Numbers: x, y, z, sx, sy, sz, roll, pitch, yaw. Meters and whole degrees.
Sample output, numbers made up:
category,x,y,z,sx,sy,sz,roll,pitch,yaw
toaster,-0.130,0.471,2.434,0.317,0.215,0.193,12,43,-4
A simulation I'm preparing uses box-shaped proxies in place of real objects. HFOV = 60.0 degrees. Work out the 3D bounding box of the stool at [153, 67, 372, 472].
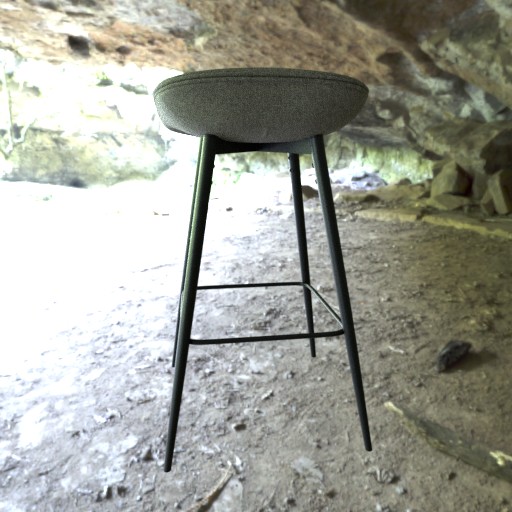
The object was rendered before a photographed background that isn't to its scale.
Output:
category,x,y,z,sx,sy,sz,roll,pitch,yaw
stool,0.000,0.000,1.106,0.469,0.814,0.480,-2,14,-8
